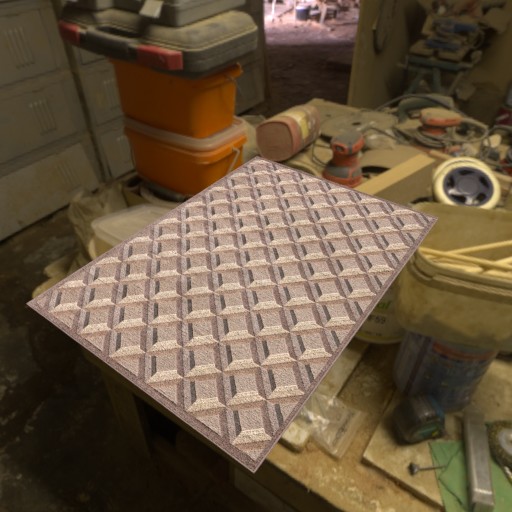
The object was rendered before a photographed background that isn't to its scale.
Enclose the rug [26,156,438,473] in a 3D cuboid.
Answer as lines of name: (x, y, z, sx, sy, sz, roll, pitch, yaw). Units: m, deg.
rug: (0.000, 0.000, 4.201, 2.382, 0.018, 3.294, 25, 46, 27)
